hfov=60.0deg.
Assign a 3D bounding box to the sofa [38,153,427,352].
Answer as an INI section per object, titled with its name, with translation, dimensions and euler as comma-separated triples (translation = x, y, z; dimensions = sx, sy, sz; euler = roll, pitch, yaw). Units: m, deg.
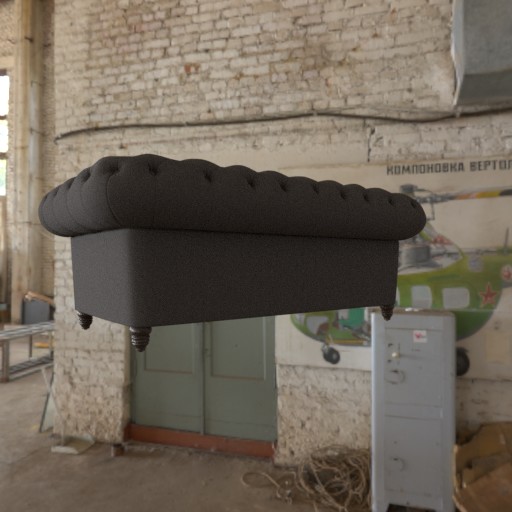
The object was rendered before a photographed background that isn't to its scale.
[sofa]
translation = 0.000, 0.000, 2.413
dimensions = 1.998, 0.764, 0.986
euler = 1, -1, -37
